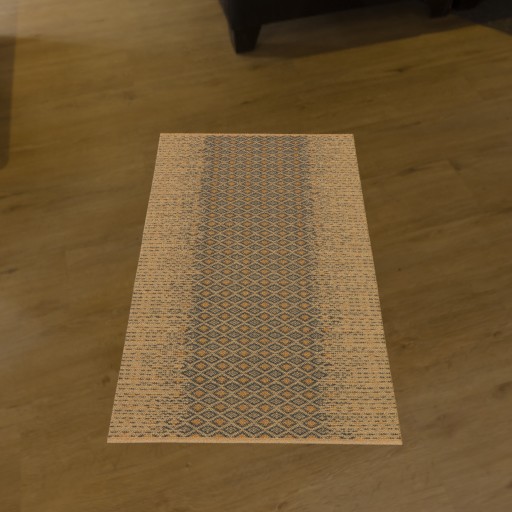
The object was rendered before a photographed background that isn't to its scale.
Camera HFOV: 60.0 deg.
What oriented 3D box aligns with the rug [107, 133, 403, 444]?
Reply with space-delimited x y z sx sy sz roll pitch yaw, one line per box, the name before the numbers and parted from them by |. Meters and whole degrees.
rug | 0.000 0.000 2.316 1.219 0.005 1.828 0 58 0
